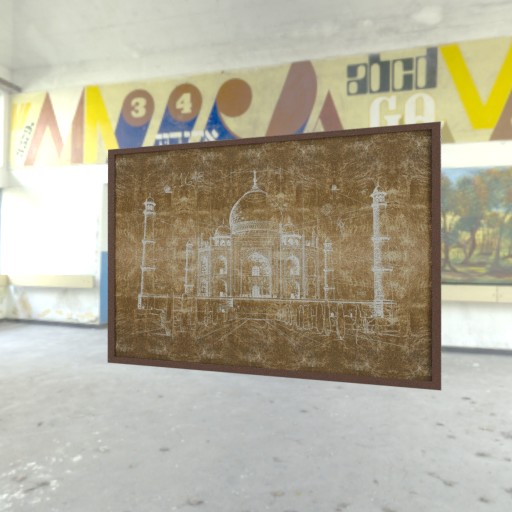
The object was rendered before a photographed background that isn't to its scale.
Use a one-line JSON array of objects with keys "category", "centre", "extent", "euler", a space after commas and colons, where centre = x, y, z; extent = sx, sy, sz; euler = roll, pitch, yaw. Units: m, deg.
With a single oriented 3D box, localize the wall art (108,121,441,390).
[{"category": "wall art", "centre": [0.000, 0.000, 0.853], "extent": [0.660, 0.455, 0.014], "euler": [0, 0, 17]}]
